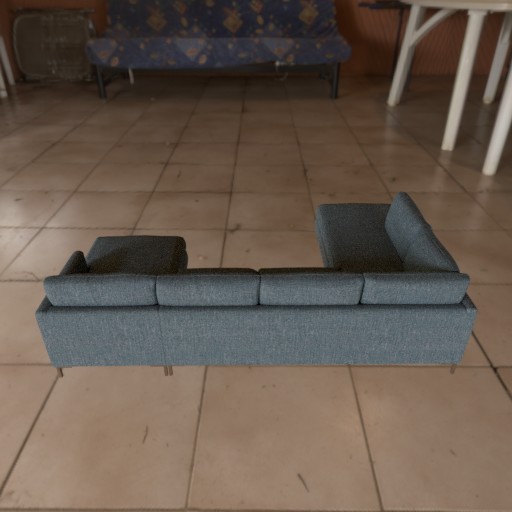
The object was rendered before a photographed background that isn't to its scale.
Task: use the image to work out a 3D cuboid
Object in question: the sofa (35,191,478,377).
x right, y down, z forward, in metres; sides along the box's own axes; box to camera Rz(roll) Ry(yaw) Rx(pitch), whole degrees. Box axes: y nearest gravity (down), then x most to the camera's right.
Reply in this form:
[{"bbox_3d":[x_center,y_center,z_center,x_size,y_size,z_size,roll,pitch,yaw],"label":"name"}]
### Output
[{"bbox_3d":[0.000,0.000,3.547,2.737,0.753,1.879,0,32,0],"label":"sofa"}]
